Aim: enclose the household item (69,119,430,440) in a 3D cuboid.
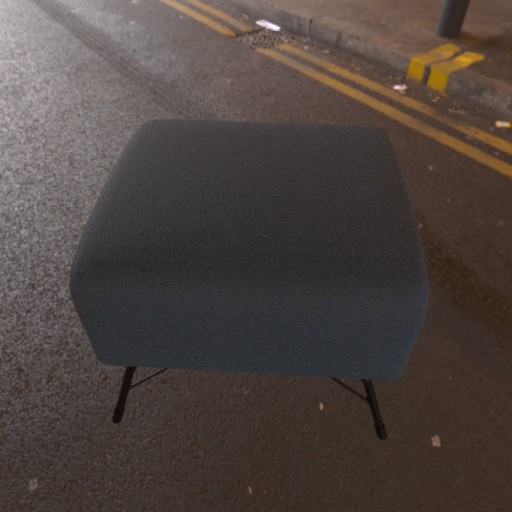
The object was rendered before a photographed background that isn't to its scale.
[{"bbox_3d":[0.000,0.000,0.885,0.530,0.420,0.530,3,45,3],"label":"household item"}]
